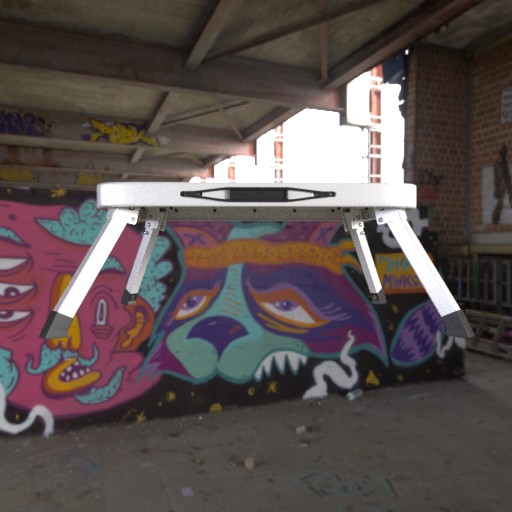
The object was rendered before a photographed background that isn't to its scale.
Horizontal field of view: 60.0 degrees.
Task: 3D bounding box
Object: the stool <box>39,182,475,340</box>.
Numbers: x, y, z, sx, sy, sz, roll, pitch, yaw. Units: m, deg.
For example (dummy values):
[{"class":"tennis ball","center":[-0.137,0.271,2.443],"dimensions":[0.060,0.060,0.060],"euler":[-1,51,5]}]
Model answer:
[{"class":"stool","center":[0.000,0.000,0.616],"dimensions":[0.460,0.170,0.320],"euler":[0,1,-1]}]
